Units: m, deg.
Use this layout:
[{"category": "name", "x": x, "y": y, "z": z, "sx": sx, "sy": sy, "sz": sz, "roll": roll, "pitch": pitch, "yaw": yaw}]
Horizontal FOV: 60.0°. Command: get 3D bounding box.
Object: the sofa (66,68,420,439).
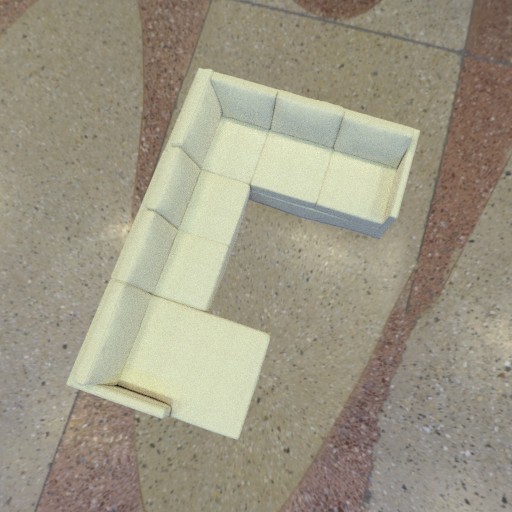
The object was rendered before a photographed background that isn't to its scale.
[{"category": "sofa", "x": 0.000, "y": 0.000, "z": 4.456, "sx": 2.448, "sy": 0.882, "sz": 3.464, "roll": 17, "pitch": 76, "yaw": 4}]
